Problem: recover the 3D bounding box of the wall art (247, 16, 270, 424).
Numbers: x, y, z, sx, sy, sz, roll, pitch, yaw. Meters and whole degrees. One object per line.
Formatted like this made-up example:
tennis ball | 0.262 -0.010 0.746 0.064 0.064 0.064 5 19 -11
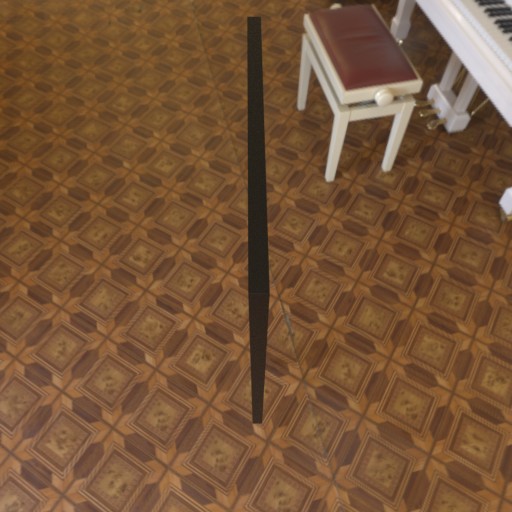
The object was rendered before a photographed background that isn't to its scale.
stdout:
wall art | 0.000 0.000 1.397 0.036 1.070 0.802 -1 58 0
